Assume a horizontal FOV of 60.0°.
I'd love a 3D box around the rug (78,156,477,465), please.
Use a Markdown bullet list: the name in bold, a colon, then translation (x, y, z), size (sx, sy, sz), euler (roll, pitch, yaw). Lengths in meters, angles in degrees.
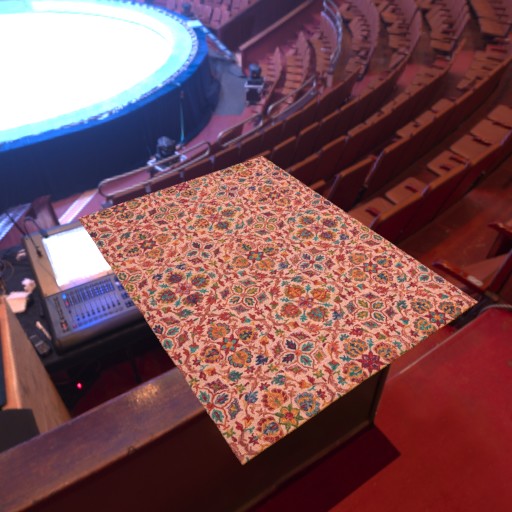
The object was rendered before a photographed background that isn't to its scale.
- **rug**: translation (0.000, 0.000, 4.303), size (2.446, 0.020, 3.215), euler (-24, 46, -26)
